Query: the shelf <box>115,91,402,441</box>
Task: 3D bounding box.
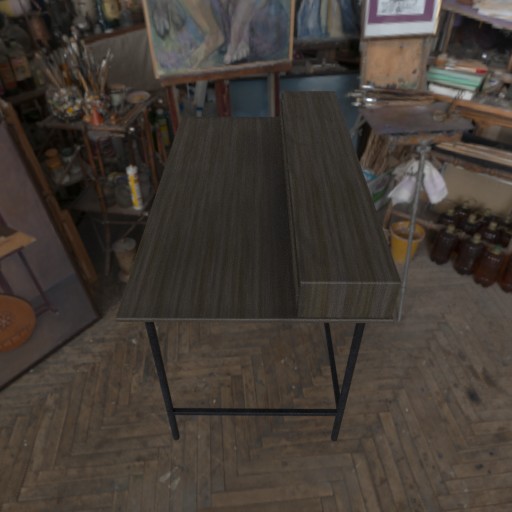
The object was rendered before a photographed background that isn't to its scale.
[{"bbox_3d":[0.000,0.000,1.751,0.685,0.865,1.212,0,41,0],"label":"shelf"}]
